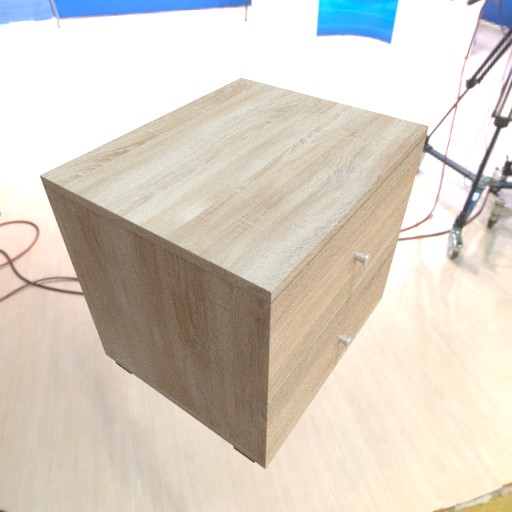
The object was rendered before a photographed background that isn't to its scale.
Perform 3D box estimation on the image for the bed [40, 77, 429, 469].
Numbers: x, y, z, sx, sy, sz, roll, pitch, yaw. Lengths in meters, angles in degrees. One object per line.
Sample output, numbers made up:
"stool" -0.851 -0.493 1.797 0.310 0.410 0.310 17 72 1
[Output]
"bed" 0.000 0.000 0.797 0.401 0.420 0.460 25 47 26
